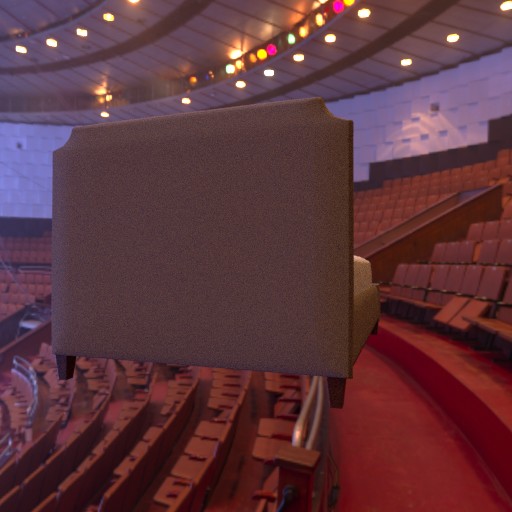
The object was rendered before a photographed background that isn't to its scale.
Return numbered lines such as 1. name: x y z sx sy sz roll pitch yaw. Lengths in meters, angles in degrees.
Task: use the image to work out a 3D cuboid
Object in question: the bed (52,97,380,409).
1. bed: 0.000 0.000 3.357 1.713 1.443 2.372 0 -1 19
